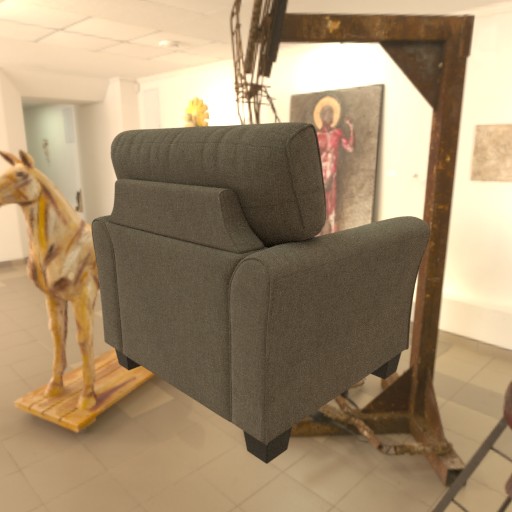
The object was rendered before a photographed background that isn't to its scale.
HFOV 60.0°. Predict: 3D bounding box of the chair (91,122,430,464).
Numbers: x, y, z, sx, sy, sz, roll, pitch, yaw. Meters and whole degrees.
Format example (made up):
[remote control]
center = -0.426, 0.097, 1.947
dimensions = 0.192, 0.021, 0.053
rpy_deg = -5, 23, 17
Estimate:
[chair]
center = 0.000, 0.000, 1.612
dimensions = 0.941, 0.890, 0.816
rpy_deg = 13, 19, 43
